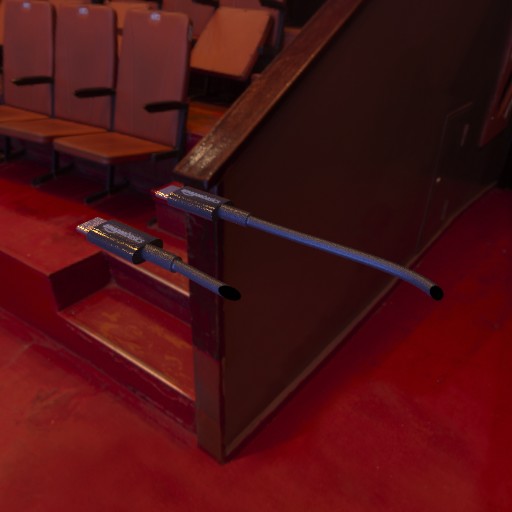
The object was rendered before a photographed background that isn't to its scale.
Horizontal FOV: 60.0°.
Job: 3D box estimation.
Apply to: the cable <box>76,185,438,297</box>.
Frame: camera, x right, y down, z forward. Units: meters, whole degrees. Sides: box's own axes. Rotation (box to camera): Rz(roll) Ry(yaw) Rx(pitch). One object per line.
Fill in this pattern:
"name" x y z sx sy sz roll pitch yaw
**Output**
"cable" 0.000 0.000 0.113 0.098 0.005 0.041 21 38 30
